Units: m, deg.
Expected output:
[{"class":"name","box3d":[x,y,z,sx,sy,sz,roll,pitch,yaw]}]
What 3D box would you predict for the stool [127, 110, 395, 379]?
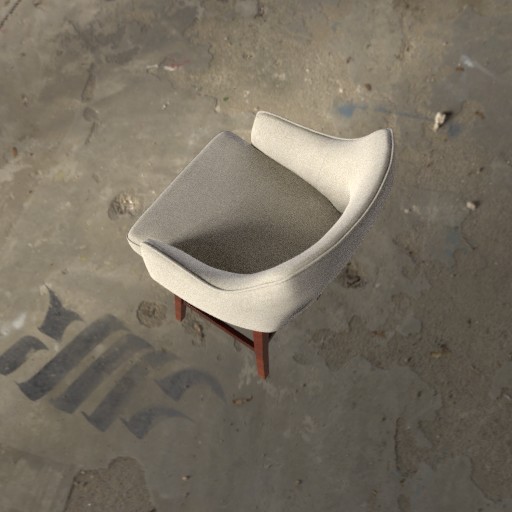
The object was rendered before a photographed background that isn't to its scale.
[{"class":"stool","box3d":[0.000,0.000,1.373,0.560,1.041,0.550,31,68,14]}]
